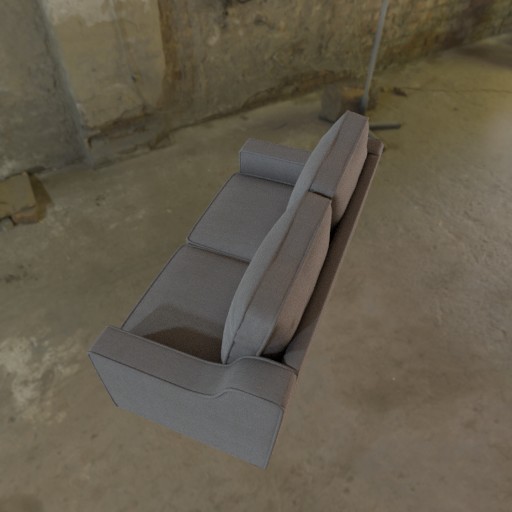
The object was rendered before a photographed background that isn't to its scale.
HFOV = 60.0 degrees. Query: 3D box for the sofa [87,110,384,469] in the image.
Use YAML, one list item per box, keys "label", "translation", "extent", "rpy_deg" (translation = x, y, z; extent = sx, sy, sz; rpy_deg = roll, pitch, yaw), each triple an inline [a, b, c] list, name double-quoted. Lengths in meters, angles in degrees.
- label: "sofa"
  translation: [0.000, 0.000, 2.035]
  extent: [0.791, 0.948, 1.500]
  rpy_deg: [17, 49, 15]
